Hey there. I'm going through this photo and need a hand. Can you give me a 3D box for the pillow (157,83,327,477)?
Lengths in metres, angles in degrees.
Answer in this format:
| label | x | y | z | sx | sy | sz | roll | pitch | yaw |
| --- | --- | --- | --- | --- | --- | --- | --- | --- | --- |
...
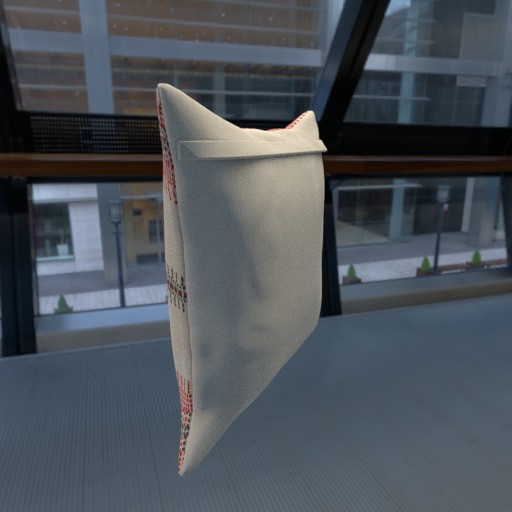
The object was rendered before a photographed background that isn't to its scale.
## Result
| label | x | y | z | sx | sy | sz | roll | pitch | yaw |
| --- | --- | --- | --- | --- | --- | --- | --- | --- | --- |
| pillow | 0.000 | 0.000 | 0.686 | 0.160 | 0.454 | 0.463 | 7 | 16 | 24 |
